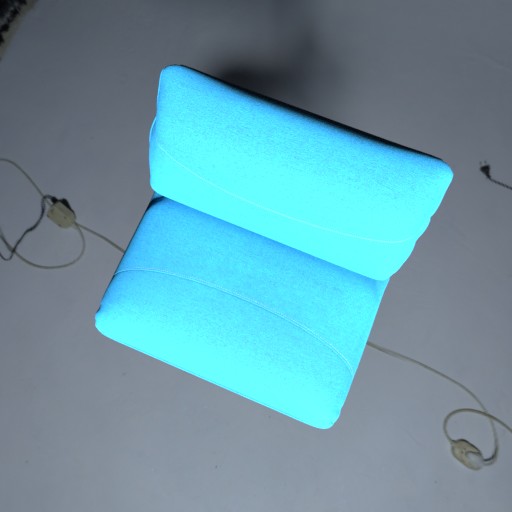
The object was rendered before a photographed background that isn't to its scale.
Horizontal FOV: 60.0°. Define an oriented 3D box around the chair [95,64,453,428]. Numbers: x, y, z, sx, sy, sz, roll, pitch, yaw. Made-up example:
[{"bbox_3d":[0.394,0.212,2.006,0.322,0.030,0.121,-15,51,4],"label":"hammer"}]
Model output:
[{"bbox_3d":[0.000,0.000,1.321,0.820,0.580,0.780,22,77,5],"label":"chair"}]
